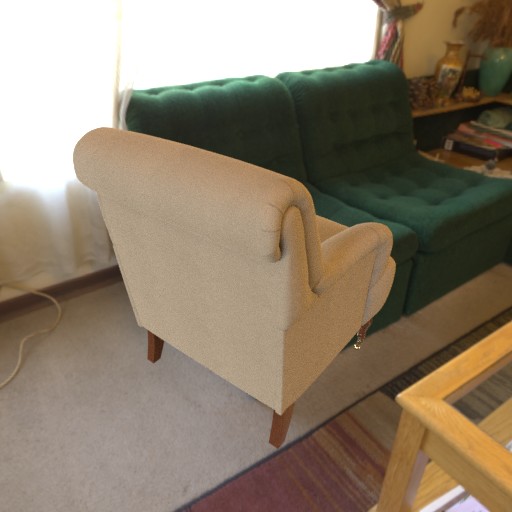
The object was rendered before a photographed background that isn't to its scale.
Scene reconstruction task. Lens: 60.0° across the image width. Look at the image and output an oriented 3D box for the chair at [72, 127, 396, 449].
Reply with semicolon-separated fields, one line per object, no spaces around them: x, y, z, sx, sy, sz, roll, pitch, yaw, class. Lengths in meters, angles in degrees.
0.000;0.000;1.563;0.766;0.942;0.842;23;38;32;chair
